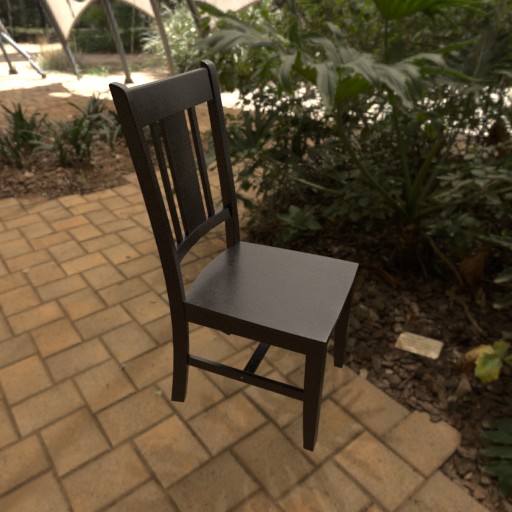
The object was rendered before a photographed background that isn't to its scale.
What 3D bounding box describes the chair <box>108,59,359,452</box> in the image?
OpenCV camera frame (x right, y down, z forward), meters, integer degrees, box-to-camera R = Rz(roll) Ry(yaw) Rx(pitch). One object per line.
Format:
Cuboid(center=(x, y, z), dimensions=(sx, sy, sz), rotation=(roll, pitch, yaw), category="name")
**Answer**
Cuboid(center=(0.000, 0.000, 1.308), dimensions=(0.555, 0.998, 0.450), rotation=(12, 33, 19), category="chair")
